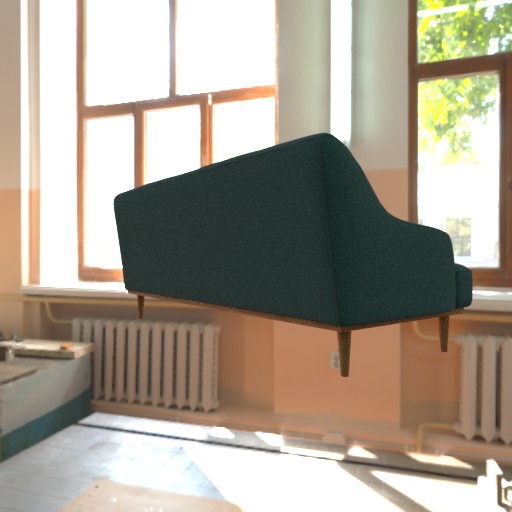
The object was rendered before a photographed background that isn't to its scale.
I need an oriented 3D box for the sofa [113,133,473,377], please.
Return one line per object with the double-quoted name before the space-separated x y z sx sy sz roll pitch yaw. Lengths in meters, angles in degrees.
"sofa" 0.000 0.000 2.541 0.978 0.871 2.057 0 0 -37
